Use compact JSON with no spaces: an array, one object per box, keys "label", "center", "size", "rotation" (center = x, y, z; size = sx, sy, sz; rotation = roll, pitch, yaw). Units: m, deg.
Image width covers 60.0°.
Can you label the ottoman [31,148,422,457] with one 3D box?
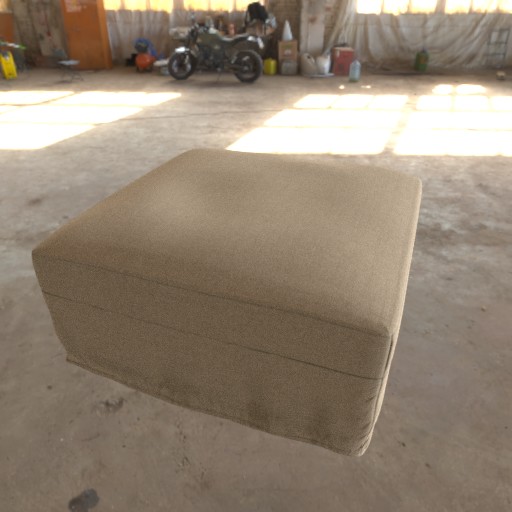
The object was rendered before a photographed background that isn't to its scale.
[{"label":"ottoman","center":[0.000,0.000,1.298],"size":[0.843,0.436,0.840],"rotation":[11,33,18]}]
